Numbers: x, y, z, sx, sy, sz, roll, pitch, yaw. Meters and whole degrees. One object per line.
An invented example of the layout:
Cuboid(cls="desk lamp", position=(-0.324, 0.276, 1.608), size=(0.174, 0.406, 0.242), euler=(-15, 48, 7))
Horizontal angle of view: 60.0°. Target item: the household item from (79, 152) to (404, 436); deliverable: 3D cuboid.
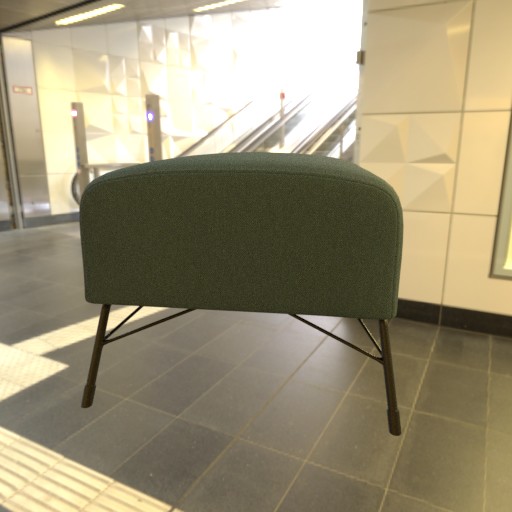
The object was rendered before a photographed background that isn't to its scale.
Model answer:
Cuboid(cls="household item", position=(0.000, 0.000, 0.919), size=(0.530, 0.420, 0.530), euler=(2, 14, 8))
